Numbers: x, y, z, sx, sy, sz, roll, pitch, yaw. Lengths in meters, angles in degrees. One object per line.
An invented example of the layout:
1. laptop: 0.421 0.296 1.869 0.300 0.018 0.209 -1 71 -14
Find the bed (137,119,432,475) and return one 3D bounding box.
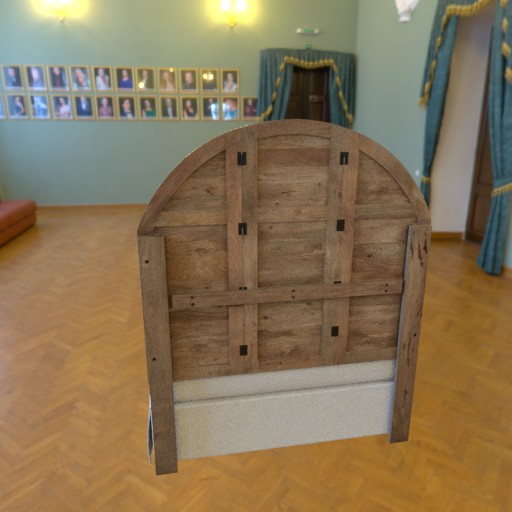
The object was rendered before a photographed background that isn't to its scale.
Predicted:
1. bed: 0.000 0.000 3.460 1.713 2.002 2.112 -3 16 -10
